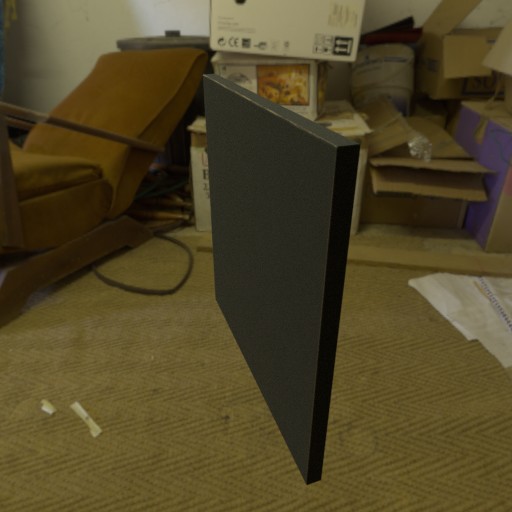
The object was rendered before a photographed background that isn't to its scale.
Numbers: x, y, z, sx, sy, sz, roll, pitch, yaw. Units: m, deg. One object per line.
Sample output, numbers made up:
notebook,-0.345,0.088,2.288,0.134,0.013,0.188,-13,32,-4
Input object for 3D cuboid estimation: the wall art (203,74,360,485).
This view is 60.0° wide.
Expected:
wall art,0.000,0.000,0.445,0.015,0.303,0.304,-10,31,-17
